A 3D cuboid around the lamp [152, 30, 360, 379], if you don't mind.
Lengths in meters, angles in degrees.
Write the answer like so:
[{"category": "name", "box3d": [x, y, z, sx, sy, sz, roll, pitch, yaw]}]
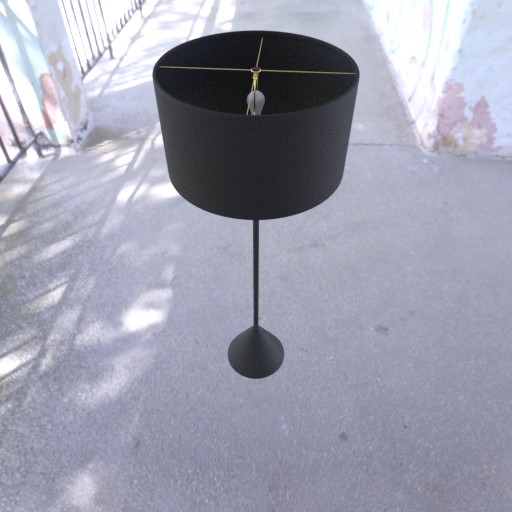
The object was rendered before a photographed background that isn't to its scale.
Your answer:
[{"category": "lamp", "box3d": [0.000, 0.000, 1.794, 0.580, 1.526, 0.580, 3, 45, 3]}]
